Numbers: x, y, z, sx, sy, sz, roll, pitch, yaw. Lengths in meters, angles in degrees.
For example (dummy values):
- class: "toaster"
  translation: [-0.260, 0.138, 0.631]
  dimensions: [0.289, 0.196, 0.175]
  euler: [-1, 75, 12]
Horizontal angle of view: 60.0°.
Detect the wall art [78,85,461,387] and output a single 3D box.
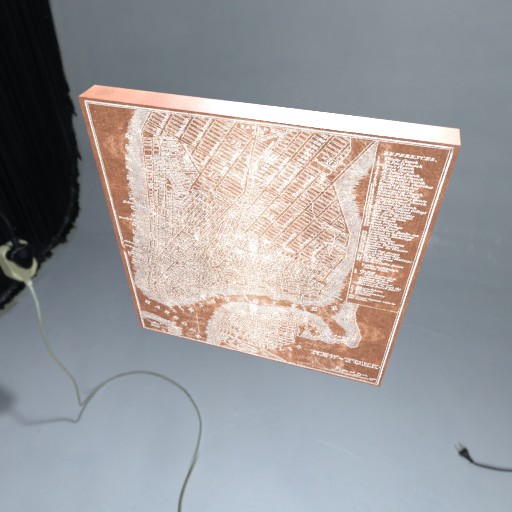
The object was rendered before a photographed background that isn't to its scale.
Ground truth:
- class: "wall art"
  translation: [0.000, 0.000, 0.595]
  dimensions: [0.403, 0.403, 0.035]
  euler: [11, 43, 12]
